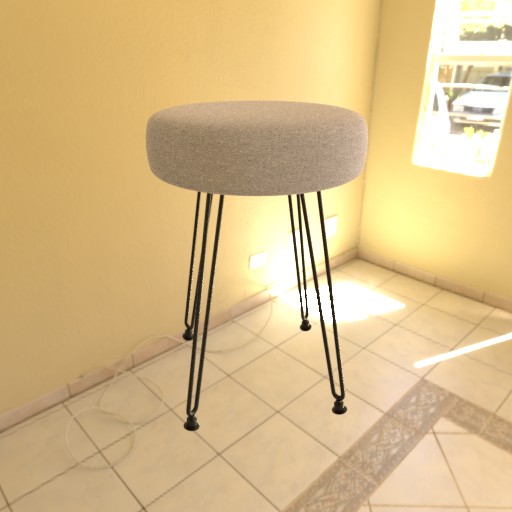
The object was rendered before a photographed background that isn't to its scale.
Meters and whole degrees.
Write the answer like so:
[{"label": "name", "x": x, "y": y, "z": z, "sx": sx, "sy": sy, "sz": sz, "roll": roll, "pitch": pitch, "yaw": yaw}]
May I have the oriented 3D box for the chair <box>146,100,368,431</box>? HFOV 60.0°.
[{"label": "chair", "x": 0.000, "y": 0.000, "z": 0.688, "sx": 0.350, "sy": 0.440, "sz": 0.350, "roll": 17, "pitch": 30, "yaw": 33}]
